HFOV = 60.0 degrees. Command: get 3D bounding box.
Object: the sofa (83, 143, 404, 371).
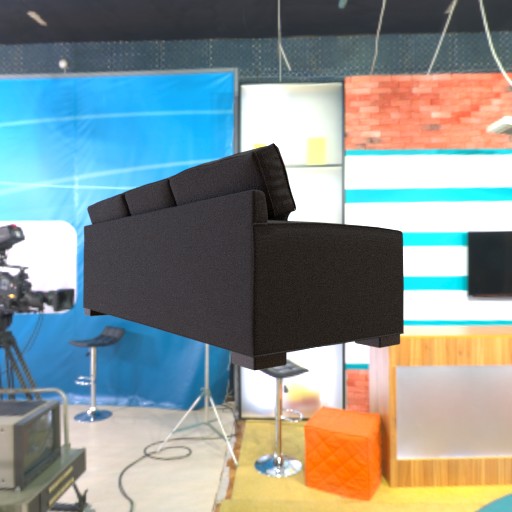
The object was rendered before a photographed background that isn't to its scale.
[{"bbox_3d":[0.000,0.000,3.232,1.790,0.973,2.370,0,-1,-37],"label":"sofa"}]
